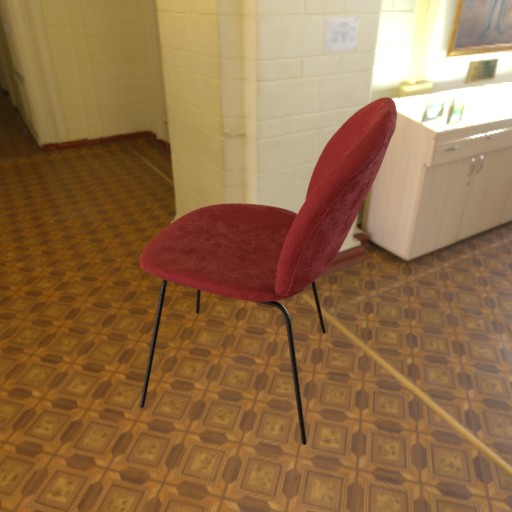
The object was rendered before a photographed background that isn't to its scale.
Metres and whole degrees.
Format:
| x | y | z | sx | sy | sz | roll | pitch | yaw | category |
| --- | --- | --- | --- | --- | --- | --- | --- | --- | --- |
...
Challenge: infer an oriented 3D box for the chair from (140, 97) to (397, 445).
| x | y | z | sx | sy | sz | roll | pitch | yaw | category |
| --- | --- | --- | --- | --- | --- | --- | --- | --- | --- |
| 0.000 | 0.000 | 1.145 | 0.587 | 0.791 | 0.458 | 7 | 31 | 12 | chair |
